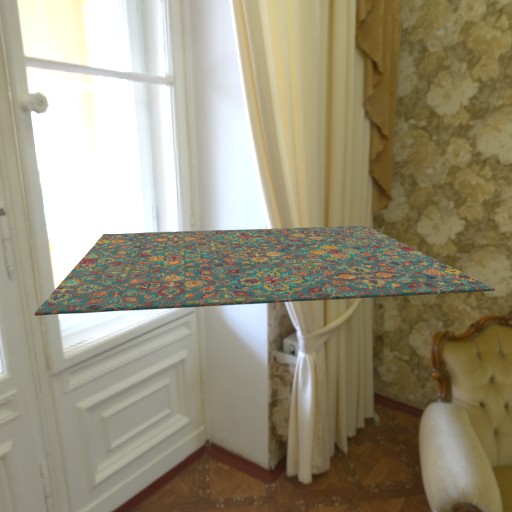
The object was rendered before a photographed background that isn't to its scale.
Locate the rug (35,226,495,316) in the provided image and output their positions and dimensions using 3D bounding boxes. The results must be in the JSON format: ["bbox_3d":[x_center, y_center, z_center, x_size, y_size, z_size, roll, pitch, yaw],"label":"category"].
[{"bbox_3d":[0.000,0.000,4.189,3.204,0.025,2.434,-2,15,-8],"label":"rug"}]
